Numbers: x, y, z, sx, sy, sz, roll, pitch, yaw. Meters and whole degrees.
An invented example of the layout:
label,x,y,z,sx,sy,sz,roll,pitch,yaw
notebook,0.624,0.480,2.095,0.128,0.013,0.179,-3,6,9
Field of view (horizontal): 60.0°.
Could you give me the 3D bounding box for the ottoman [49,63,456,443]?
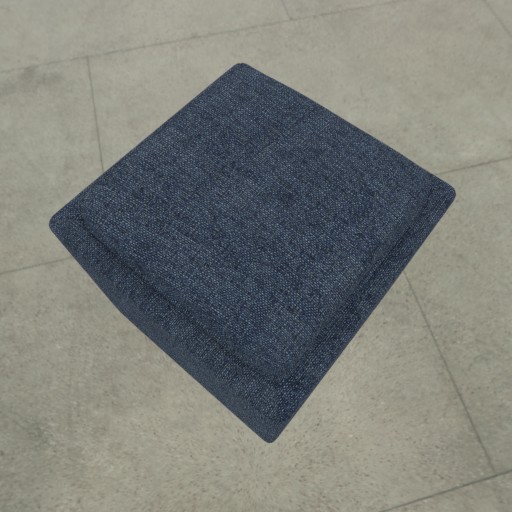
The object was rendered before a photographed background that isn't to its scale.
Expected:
label,x,y,z,sx,sy,sz,roll,pitch,yaw
ottoman,0.000,0.000,0.820,0.450,0.460,0.450,37,69,16
